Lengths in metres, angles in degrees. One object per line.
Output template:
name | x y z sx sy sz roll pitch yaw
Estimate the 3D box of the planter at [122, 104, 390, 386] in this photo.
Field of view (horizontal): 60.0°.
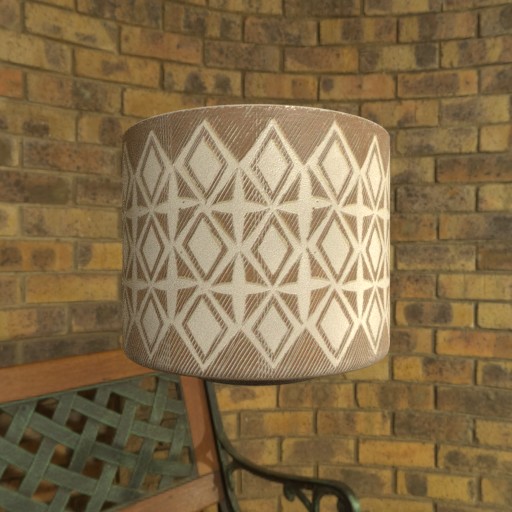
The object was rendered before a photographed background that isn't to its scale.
planter | 0.000 0.000 0.334 0.193 0.165 0.193 0 0 0
